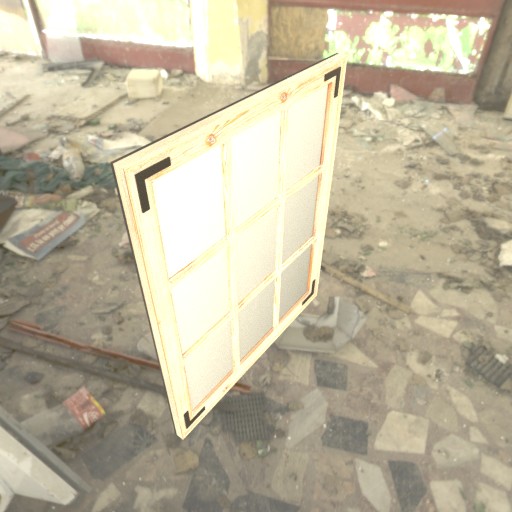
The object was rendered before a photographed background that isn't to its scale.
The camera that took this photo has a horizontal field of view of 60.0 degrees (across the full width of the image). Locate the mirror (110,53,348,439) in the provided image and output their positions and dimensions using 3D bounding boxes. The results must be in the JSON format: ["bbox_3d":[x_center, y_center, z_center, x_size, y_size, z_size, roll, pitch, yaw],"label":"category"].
[{"bbox_3d":[0.000,0.000,1.215,0.032,0.882,0.730,27,47,28],"label":"mirror"}]
